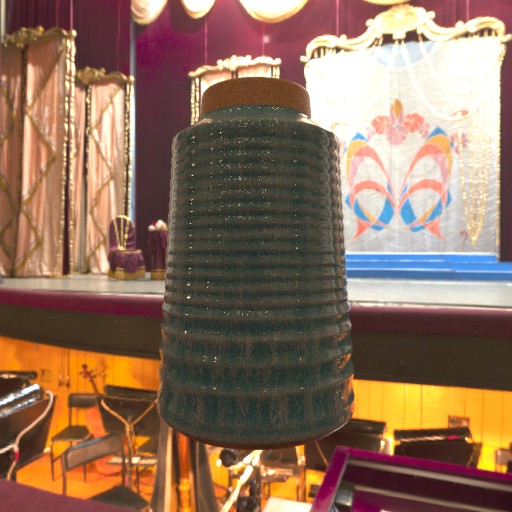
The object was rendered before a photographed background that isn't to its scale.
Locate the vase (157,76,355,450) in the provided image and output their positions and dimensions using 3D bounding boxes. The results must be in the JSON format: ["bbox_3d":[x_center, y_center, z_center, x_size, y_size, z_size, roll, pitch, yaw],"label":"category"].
[{"bbox_3d":[0.000,0.000,0.373,0.163,0.267,0.163,0,0,0],"label":"vase"}]
